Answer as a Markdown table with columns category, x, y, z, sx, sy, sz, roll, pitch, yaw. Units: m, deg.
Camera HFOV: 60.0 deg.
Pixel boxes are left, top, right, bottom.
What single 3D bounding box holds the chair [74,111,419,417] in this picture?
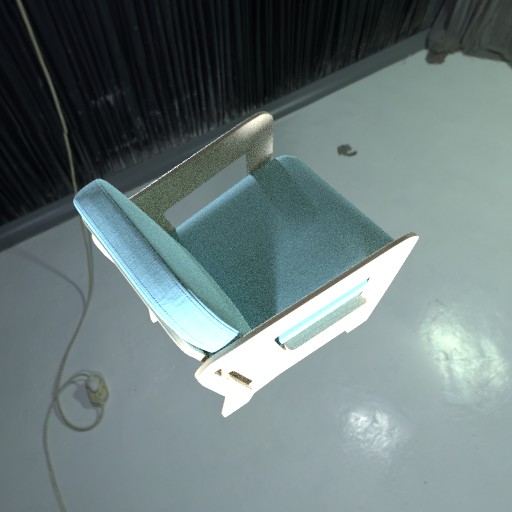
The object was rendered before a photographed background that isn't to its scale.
| category | x | y | z | sx | sy | sz | roll | pitch | yaw |
| --- | --- | --- | --- | --- | --- | --- | --- | --- | --- |
| chair | 0.000 | 0.000 | 1.276 | 0.710 | 0.800 | 0.590 | -35 | 65 | -19 |
